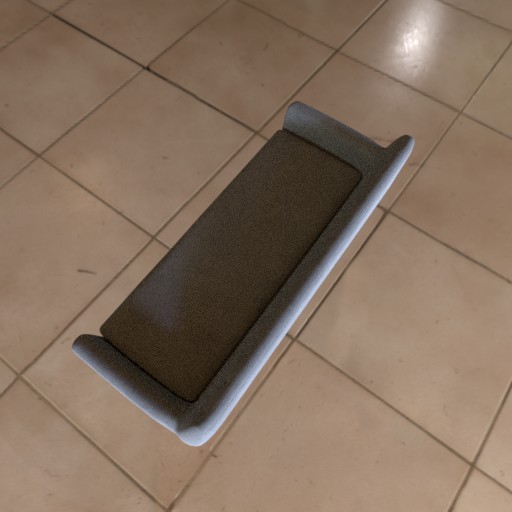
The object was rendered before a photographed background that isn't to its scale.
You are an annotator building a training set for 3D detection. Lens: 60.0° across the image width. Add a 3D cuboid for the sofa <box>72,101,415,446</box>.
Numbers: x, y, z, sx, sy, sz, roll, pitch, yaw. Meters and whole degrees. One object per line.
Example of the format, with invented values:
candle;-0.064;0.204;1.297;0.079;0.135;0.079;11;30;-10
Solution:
sofa;0.000;0.000;2.495;0.830;0.830;1.970;33;68;15
